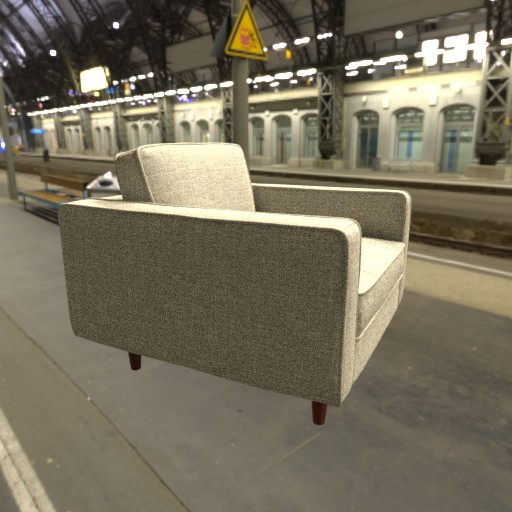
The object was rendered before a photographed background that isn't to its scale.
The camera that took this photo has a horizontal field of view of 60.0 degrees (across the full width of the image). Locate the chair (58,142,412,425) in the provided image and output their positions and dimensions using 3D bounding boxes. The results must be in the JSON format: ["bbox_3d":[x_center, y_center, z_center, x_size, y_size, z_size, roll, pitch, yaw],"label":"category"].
[{"bbox_3d":[0.000,0.000,1.542,0.914,0.765,0.889,7,16,26],"label":"chair"}]
